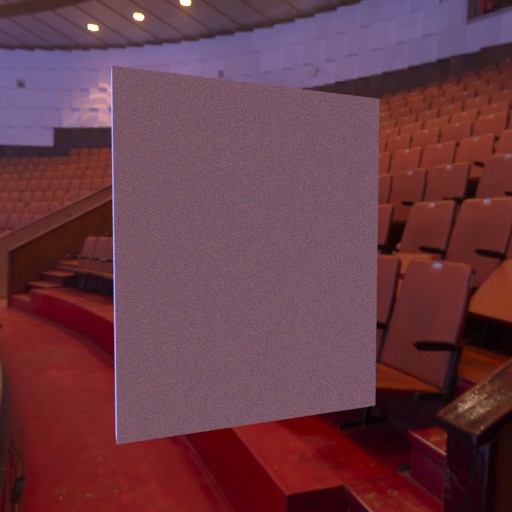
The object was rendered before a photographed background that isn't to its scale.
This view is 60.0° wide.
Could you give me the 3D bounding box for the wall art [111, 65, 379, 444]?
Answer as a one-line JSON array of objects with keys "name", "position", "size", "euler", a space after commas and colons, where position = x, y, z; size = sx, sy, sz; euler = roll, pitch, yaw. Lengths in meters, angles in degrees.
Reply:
[{"name": "wall art", "position": [0.000, 0.000, 0.739], "size": [0.451, 0.553, 0.039], "euler": [-1, 3, -20]}]
